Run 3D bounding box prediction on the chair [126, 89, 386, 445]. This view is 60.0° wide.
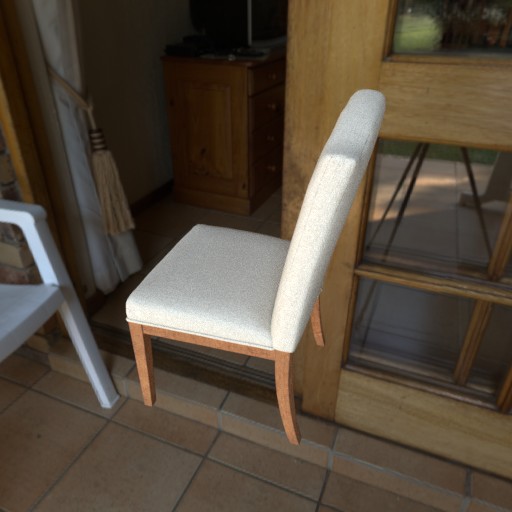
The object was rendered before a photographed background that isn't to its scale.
[{"bbox_3d":[0.000,0.000,1.383,0.648,1.012,0.534,9,32,15],"label":"chair"}]
